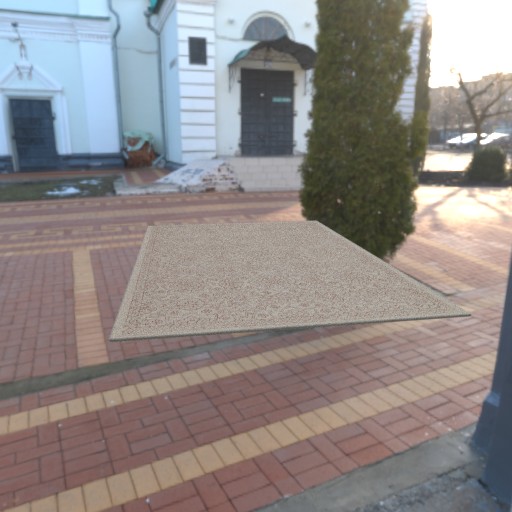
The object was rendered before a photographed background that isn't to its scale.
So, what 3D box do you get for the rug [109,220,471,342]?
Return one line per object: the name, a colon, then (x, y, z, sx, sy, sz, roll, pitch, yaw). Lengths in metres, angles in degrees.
rug: (0.000, 0.000, 2.313, 1.219, 0.010, 1.829, -2, 15, -9)
